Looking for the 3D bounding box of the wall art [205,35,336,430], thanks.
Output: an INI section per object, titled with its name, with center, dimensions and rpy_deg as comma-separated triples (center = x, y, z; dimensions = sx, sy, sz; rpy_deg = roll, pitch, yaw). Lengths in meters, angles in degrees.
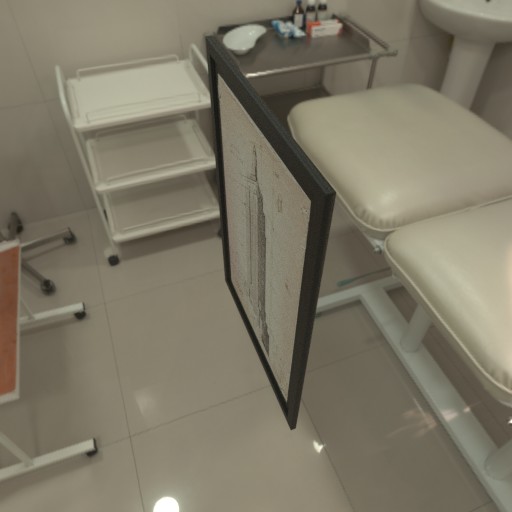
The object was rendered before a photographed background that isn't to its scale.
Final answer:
[wall art]
center = 0.000, 0.000, 0.863
dimensions = 0.012, 0.661, 0.451
rpy_deg = -16, 50, -14
